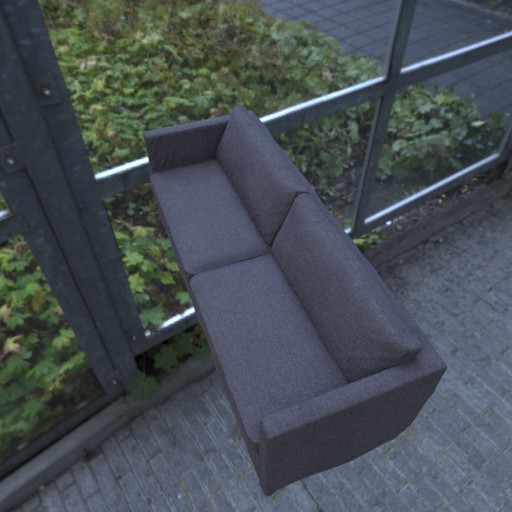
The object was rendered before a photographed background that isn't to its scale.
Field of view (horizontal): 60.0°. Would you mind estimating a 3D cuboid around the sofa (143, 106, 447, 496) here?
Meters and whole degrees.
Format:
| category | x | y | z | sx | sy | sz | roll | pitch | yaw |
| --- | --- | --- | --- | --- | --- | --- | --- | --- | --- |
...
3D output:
| category | x | y | z | sx | sy | sz | roll | pitch | yaw |
| --- | --- | --- | --- | --- | --- | --- | --- | --- | --- |
| sofa | 0.000 | 0.000 | 3.221 | 1.036 | 0.998 | 2.779 | -16 | 49 | -14 |
